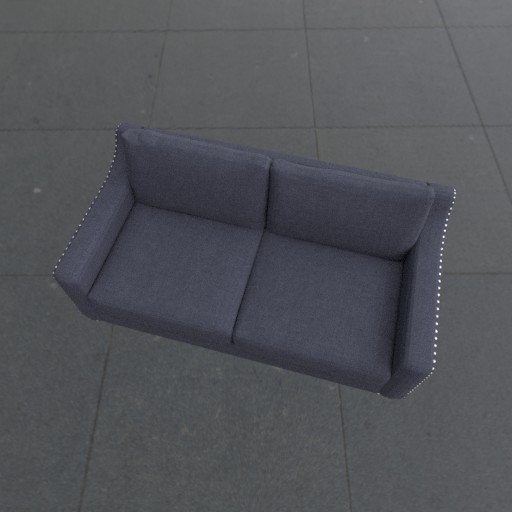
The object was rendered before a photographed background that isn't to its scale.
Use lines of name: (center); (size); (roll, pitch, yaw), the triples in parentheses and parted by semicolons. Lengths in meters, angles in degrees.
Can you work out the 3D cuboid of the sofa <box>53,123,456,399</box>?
sofa: (0.000, 0.000, 3.275); (2.550, 1.196, 1.336); (13, 60, 8)
